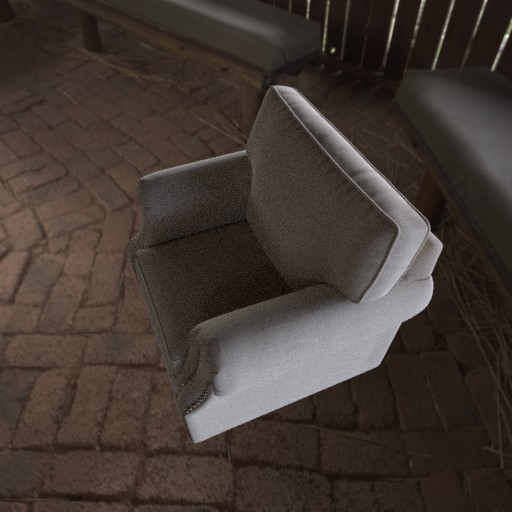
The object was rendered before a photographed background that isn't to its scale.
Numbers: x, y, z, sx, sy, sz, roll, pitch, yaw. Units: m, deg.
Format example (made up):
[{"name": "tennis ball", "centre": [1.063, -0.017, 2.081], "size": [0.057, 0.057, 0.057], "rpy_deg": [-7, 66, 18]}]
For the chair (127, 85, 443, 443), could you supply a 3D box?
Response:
[{"name": "chair", "centre": [0.000, 0.000, 1.825], "size": [0.965, 0.961, 1.092], "rpy_deg": [-18, 49, -16]}]
